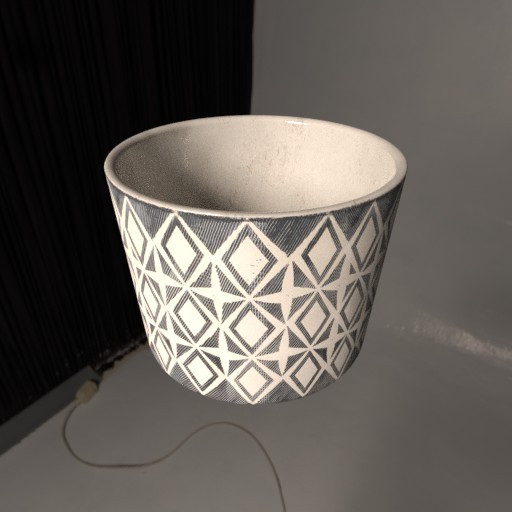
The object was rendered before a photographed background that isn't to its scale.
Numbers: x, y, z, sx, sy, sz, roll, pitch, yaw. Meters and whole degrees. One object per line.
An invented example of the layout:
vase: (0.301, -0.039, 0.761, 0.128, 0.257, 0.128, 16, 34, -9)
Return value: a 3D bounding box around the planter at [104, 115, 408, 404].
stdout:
planter: (0.000, 0.000, 0.452, 0.260, 0.220, 0.260, 0, 31, 0)
